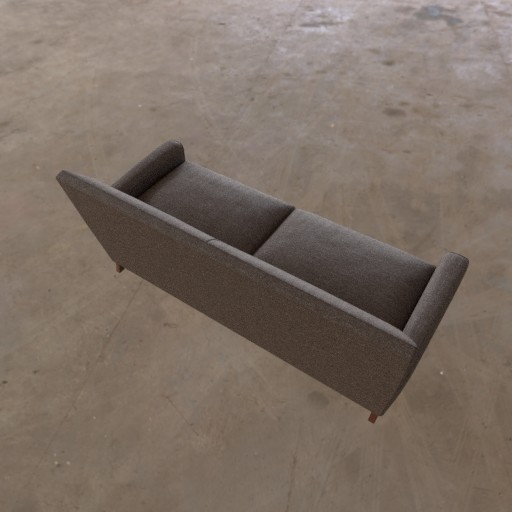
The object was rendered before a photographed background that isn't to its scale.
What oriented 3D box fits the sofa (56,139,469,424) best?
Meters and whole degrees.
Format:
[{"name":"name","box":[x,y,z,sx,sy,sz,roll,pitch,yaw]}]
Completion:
[{"name":"sofa","box":[0.000,0.000,2.443,1.976,0.846,0.875,26,51,23]}]
